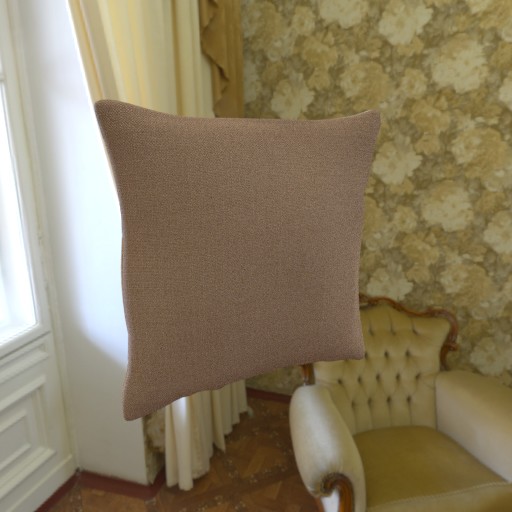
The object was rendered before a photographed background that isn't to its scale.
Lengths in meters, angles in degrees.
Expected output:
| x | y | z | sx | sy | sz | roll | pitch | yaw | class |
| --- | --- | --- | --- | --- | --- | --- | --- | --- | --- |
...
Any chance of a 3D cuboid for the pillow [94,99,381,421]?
| x | y | z | sx | sy | sz | roll | pitch | yaw | class |
| --- | --- | --- | --- | --- | --- | --- | --- | --- | --- |
| 0.000 | 0.000 | 0.742 | 0.478 | 0.479 | 0.158 | -7 | 16 | -26 | pillow |
